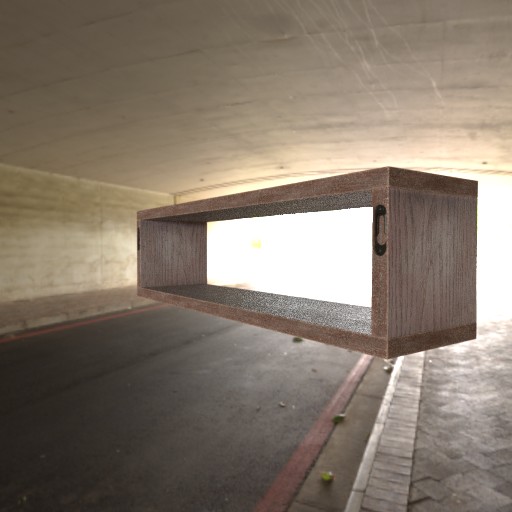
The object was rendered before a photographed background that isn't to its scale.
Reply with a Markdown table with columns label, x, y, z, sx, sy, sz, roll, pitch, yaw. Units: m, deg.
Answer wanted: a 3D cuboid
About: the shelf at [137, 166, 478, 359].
| label | x | y | z | sx | sy | sz | roll | pitch | yaw |
| --- | --- | --- | --- | --- | --- | --- | --- | --- | --- |
| shelf | 0.000 | 0.000 | 0.681 | 0.150 | 0.170 | 0.610 | -1 | 2 | -35 |
